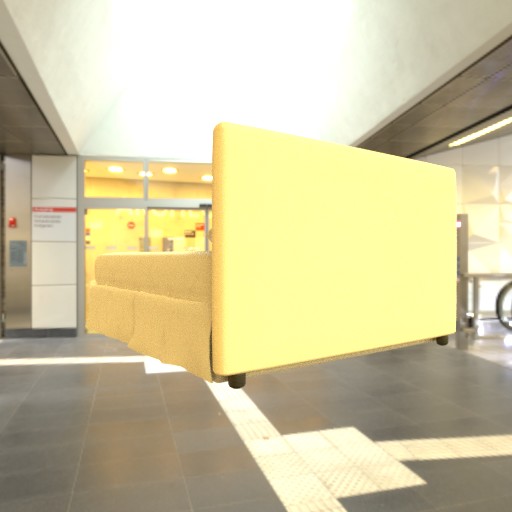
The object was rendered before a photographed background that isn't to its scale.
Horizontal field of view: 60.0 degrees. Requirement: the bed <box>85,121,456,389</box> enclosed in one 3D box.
[{"bbox_3d":[0.000,0.000,3.629,2.119,1.317,2.341,0,0,-36],"label":"bed"}]
